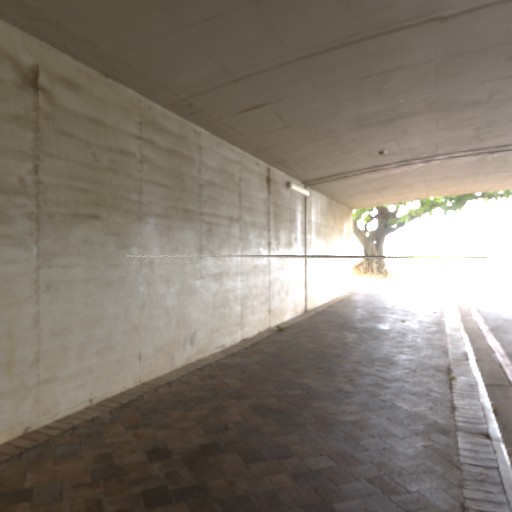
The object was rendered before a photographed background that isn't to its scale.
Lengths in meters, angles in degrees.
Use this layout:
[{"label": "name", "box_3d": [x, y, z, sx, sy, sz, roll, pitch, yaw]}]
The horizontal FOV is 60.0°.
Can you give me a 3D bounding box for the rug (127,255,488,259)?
[{"label": "rug", "box_3d": [0.000, 0.000, 2.627, 0.741, 0.014, 2.390, 0, 0, -35]}]
